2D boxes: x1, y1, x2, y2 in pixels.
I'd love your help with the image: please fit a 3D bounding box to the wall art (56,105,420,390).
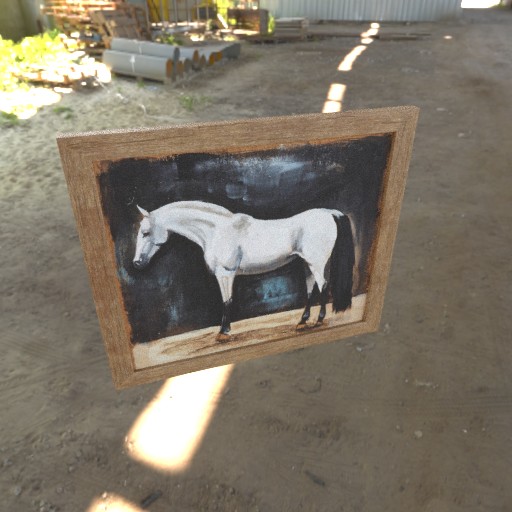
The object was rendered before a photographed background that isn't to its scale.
[{"bbox_3d":[0.000,0.000,0.971,0.690,0.588,0.026,-9,33,-15],"label":"wall art"}]
